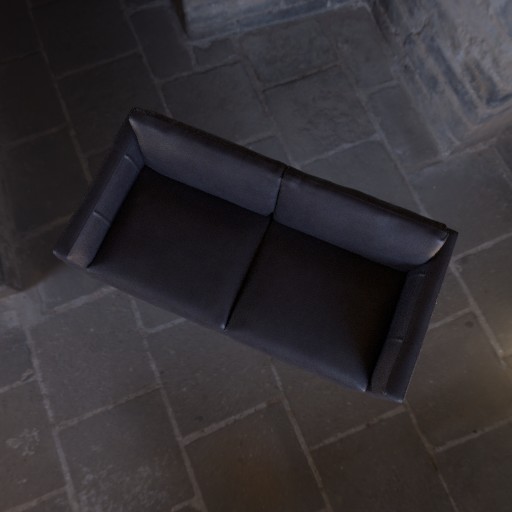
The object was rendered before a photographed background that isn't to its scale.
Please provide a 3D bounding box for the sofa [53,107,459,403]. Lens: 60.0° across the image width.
[{"bbox_3d":[0.000,0.000,2.339,1.805,0.883,0.947,20,77,5],"label":"sofa"}]
